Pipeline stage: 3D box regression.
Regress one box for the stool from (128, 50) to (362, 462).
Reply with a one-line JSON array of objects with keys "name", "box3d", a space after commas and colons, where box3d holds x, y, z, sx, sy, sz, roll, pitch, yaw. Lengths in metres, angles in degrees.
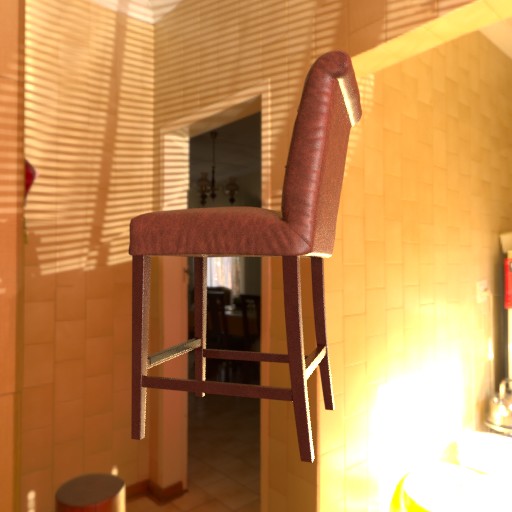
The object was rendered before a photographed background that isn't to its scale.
[{"name": "stool", "box3d": [0.000, 0.000, 1.444, 0.660, 1.084, 0.486, 0, -1, 17]}]
